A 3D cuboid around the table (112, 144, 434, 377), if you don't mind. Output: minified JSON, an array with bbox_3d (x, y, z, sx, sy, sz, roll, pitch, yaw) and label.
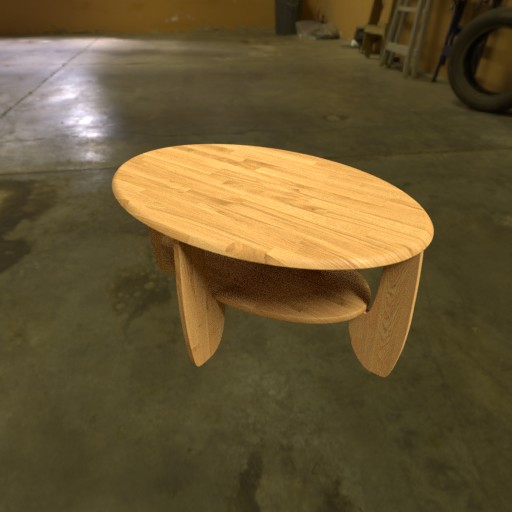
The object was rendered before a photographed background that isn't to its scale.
[{"bbox_3d":[0.000,0.000,1.453,1.040,0.490,0.690,22,38,30],"label":"table"}]
